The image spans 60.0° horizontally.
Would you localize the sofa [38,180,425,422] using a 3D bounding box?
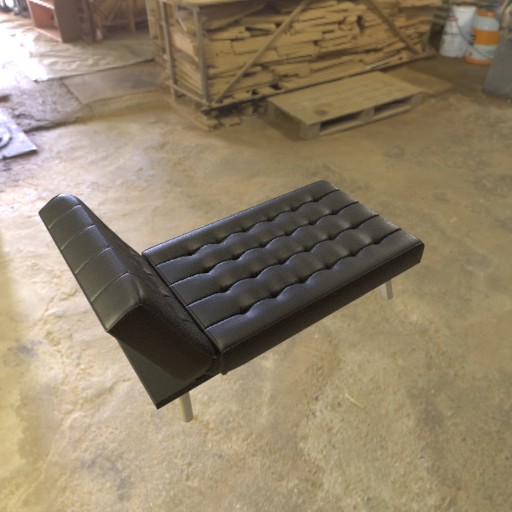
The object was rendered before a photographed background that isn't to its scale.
[{"bbox_3d":[0.000,0.000,2.062,1.560,0.820,0.760,-25,46,-26],"label":"sofa"}]
